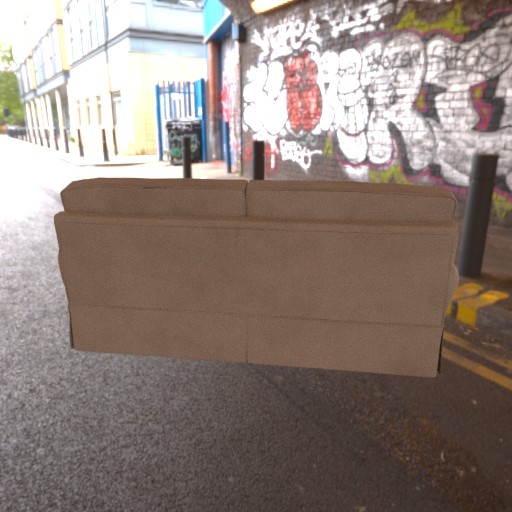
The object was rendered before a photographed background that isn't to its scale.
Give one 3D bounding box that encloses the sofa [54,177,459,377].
[{"bbox_3d":[0.000,0.000,2.772,2.246,1.014,0.900,2,17,8],"label":"sofa"}]
